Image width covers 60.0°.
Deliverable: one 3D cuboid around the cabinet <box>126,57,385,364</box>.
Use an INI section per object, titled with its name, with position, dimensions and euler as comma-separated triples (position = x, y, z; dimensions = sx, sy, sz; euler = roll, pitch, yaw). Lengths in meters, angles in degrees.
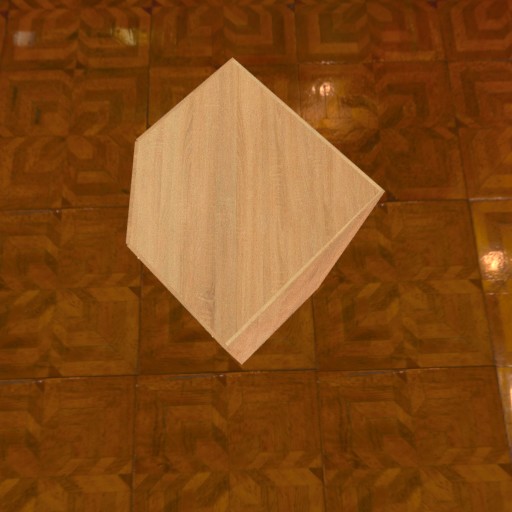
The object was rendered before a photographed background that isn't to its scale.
[cabinet]
position = 0.000, 0.000, 2.903
dimensions = 1.094, 2.120, 1.327
euler = 0, 75, 0
